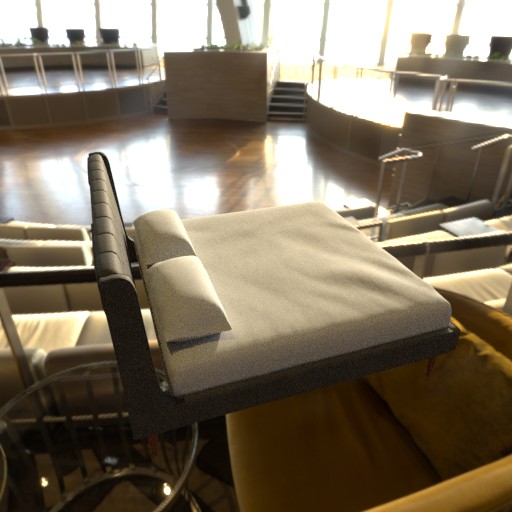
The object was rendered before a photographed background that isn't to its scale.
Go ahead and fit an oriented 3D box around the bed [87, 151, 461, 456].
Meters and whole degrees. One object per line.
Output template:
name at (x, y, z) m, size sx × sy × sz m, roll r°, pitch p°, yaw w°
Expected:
bed at (0.000, 0.000, 2.512) m, size 1.638 × 0.933 × 1.531 m, roll -10°, pitch 31°, yaw -17°
